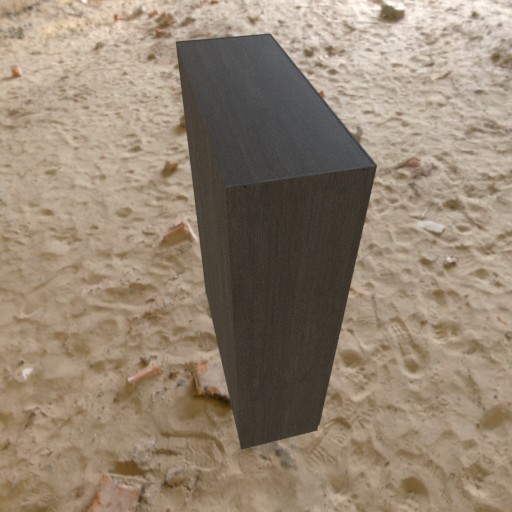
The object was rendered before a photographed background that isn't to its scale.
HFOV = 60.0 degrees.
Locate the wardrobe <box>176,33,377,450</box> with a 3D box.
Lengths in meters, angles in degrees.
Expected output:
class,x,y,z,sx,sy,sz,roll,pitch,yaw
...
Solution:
class,x,y,z,sx,sy,sz,roll,pitch,yaw
wardrobe,0.000,0.000,2.488,0.510,1.910,1.290,-10,45,-10
